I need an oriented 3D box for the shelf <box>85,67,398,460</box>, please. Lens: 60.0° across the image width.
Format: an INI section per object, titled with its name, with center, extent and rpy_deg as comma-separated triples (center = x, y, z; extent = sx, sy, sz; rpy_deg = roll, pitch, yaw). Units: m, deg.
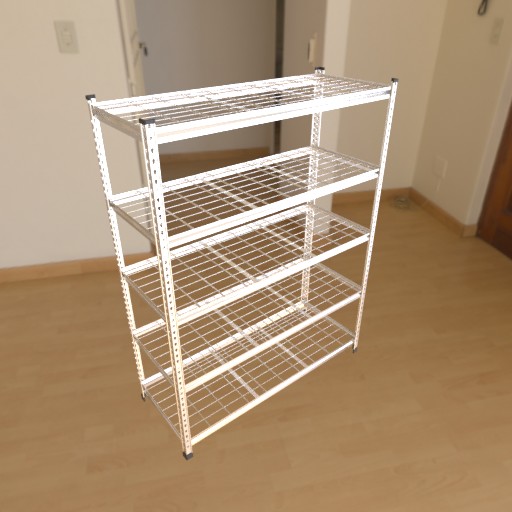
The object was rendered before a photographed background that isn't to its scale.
[shelf]
center = 0.000, 0.000, 2.734
extent = 1.524, 1.981, 0.610
rpy_deg = -22, 37, -32
